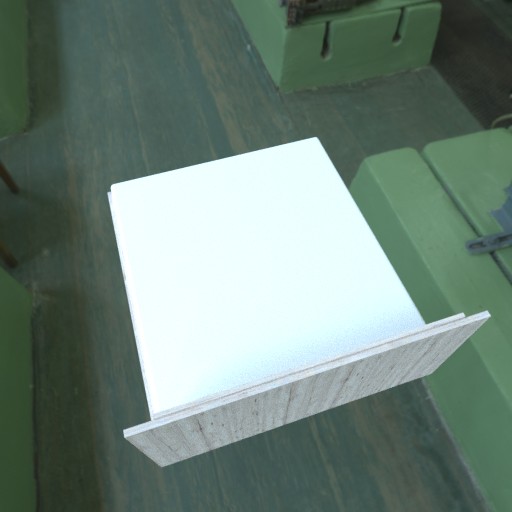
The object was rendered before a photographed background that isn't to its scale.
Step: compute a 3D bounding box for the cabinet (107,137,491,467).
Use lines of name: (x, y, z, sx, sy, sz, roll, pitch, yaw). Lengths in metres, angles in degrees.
cabinet: (0.000, 0.000, 3.122, 1.950, 0.970, 2.080, -15, 58, -10)
